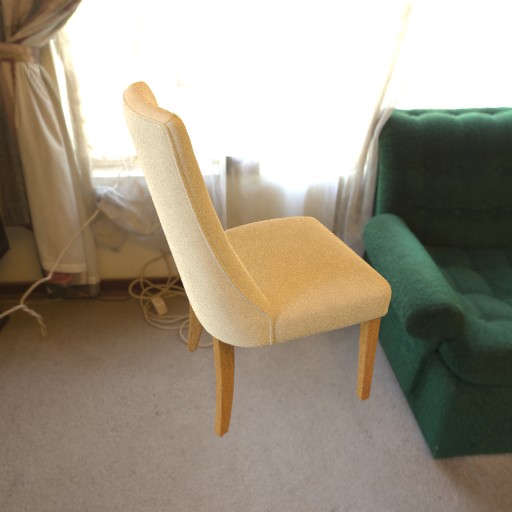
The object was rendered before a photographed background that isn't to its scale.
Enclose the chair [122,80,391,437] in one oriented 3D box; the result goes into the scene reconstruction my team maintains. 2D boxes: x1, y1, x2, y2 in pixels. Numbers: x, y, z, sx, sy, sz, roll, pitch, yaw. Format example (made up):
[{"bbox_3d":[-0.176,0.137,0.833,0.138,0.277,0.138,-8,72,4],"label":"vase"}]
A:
[{"bbox_3d":[0.000,0.000,1.255,0.610,0.902,0.495,-10,31,-17],"label":"chair"}]
